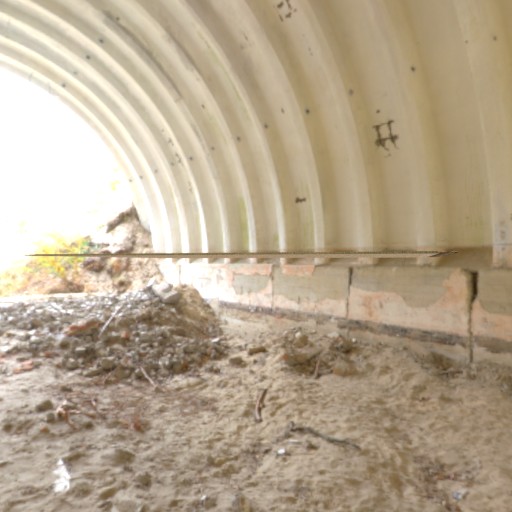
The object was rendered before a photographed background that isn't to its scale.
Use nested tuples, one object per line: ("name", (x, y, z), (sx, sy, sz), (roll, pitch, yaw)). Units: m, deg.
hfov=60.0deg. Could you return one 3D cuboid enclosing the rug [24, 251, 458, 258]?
("rug", (0.000, 0.000, 2.292), (1.802, 0.008, 1.247), (0, -1, 19))
